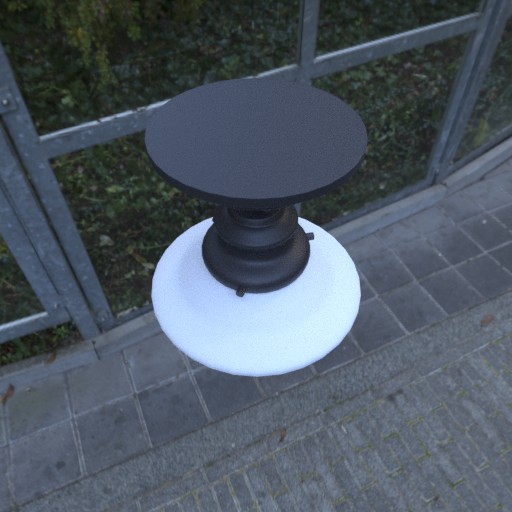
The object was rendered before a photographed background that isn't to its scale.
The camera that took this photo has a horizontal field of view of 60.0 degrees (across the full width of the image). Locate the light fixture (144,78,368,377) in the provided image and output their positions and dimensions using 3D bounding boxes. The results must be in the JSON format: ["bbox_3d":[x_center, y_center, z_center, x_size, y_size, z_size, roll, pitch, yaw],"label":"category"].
[{"bbox_3d":[0.000,0.000,0.395,0.197,0.254,0.197,0,46,0],"label":"light fixture"}]
